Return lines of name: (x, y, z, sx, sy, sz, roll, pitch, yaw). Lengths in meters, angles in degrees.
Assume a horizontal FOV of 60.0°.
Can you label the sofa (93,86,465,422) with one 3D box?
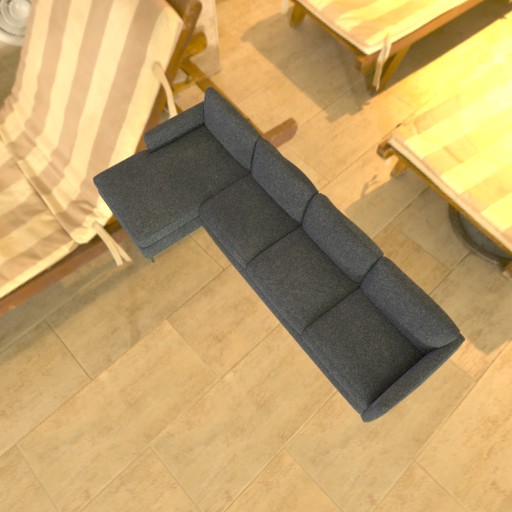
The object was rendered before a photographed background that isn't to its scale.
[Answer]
sofa: (0.000, 0.000, 3.464, 1.350, 0.810, 2.932, -35, 68, -16)
